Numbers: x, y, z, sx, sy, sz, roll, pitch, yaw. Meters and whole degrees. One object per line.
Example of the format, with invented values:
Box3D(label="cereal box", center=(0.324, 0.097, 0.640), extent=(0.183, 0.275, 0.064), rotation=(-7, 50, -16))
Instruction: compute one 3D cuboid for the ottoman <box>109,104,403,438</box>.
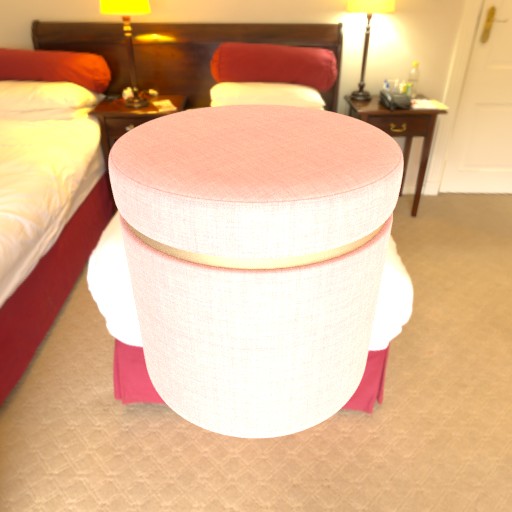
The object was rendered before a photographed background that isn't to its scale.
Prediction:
Box3D(label="ottoman", center=(0.000, 0.000, 0.715), extent=(0.400, 0.406, 0.400), rotation=(0, 32, 0))
